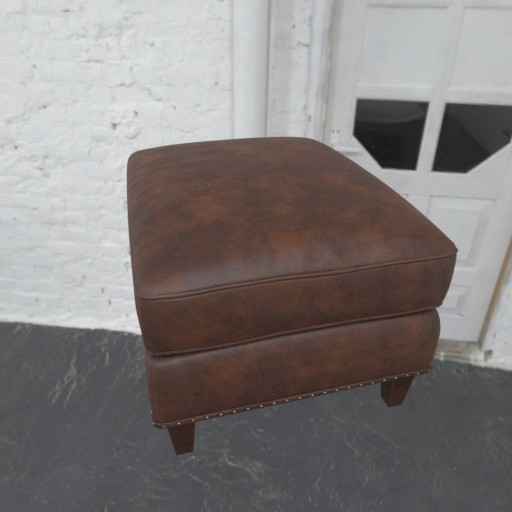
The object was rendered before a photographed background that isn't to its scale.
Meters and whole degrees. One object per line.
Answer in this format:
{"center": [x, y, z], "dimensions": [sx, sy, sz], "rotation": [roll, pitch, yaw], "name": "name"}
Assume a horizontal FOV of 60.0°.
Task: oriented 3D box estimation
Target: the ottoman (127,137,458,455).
{"center": [0.000, 0.000, 1.115], "dimensions": [0.586, 0.486, 0.742], "rotation": [-8, 31, -13], "name": "ottoman"}
